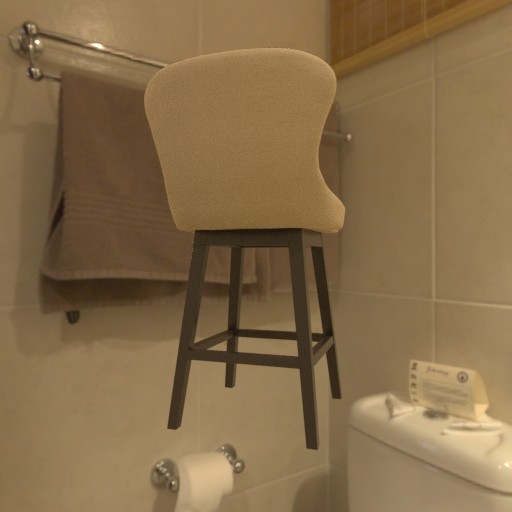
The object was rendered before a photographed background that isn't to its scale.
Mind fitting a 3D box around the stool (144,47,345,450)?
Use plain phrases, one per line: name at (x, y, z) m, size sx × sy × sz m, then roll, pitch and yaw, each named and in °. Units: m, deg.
stool at (0.000, 0.000, 1.317) m, size 0.528 × 0.971 × 0.593 m, roll 0°, pitch 0°, yaw 19°
